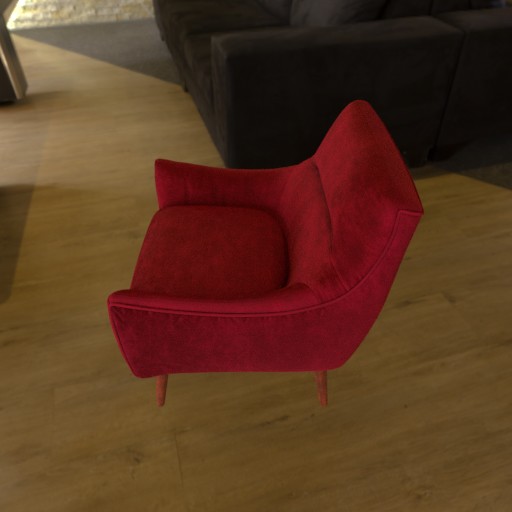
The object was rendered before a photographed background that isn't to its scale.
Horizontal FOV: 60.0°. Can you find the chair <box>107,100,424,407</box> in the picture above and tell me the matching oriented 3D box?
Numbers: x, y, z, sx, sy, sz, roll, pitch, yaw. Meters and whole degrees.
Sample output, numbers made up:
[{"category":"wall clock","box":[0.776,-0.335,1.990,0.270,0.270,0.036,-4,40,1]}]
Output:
[{"category":"chair","box":[0.000,0.000,1.472,0.787,0.838,0.762,0,41,0]}]
